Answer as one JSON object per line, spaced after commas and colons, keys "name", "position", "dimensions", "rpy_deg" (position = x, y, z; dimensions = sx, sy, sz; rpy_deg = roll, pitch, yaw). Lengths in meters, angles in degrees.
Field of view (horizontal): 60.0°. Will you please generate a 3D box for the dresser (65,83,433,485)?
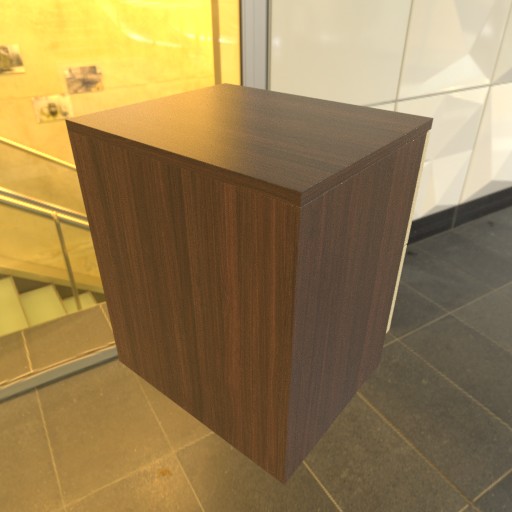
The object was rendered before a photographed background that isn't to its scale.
{"name": "dresser", "position": [0.000, 0.000, 0.759], "dimensions": [0.400, 0.470, 0.360], "rpy_deg": [23, 39, 32]}
